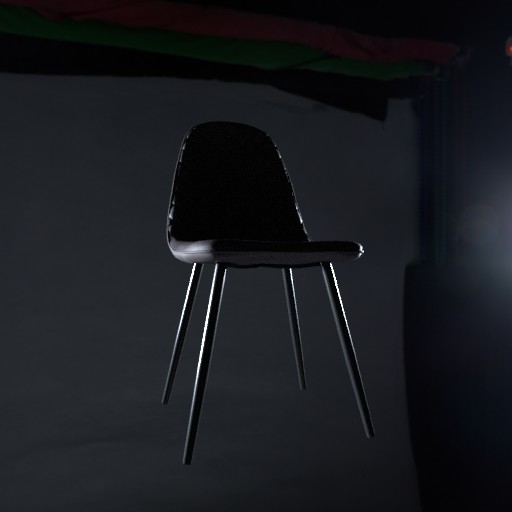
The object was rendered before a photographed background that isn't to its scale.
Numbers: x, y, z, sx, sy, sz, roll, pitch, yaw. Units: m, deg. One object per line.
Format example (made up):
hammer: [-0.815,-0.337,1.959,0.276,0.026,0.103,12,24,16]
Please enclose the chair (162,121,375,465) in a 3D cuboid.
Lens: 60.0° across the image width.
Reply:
chair: [0.000,0.000,1.223,0.472,0.889,0.561,0,0,-18]
